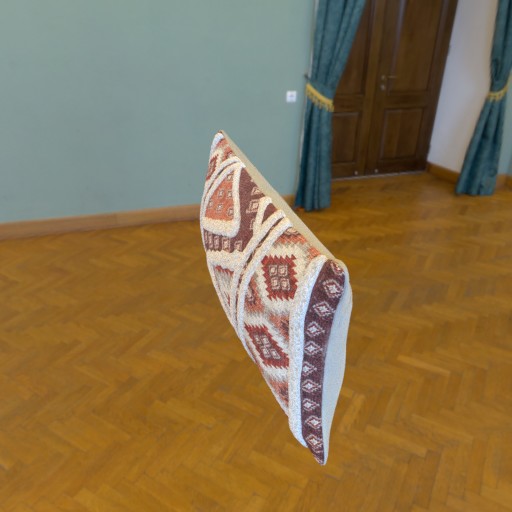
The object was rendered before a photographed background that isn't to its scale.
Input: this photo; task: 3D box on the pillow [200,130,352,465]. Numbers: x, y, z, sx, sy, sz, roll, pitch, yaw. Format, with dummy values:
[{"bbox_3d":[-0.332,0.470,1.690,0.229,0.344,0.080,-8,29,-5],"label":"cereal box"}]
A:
[{"bbox_3d":[0.000,0.000,0.749,0.161,0.295,0.608,-8,31,-14],"label":"pillow"}]
